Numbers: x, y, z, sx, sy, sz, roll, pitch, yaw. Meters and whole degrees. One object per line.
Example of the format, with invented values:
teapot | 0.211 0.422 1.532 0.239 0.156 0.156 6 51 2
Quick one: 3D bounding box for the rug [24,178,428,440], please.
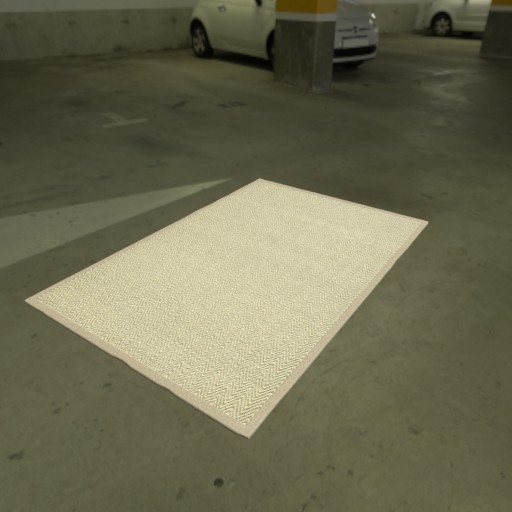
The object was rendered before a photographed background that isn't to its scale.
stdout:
rug | 0.000 0.000 2.876 1.540 0.021 2.290 20 36 30
